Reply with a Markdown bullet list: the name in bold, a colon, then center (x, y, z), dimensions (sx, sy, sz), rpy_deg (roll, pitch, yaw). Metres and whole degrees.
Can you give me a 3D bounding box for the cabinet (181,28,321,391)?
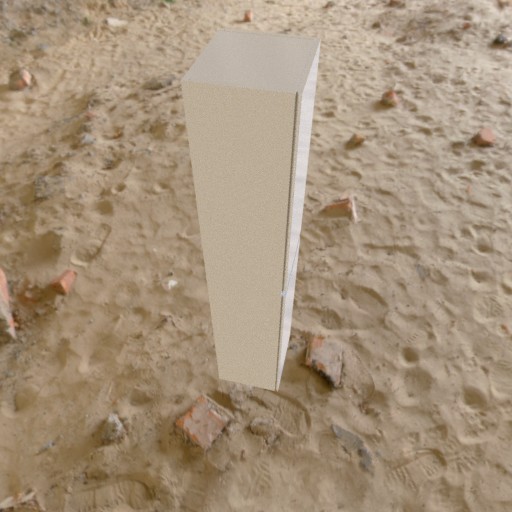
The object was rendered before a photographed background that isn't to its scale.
- **cabinet**: center (0.000, 0.000, 1.571), dimensions (0.270, 1.400, 0.300), rpy_deg (10, 48, 9)
